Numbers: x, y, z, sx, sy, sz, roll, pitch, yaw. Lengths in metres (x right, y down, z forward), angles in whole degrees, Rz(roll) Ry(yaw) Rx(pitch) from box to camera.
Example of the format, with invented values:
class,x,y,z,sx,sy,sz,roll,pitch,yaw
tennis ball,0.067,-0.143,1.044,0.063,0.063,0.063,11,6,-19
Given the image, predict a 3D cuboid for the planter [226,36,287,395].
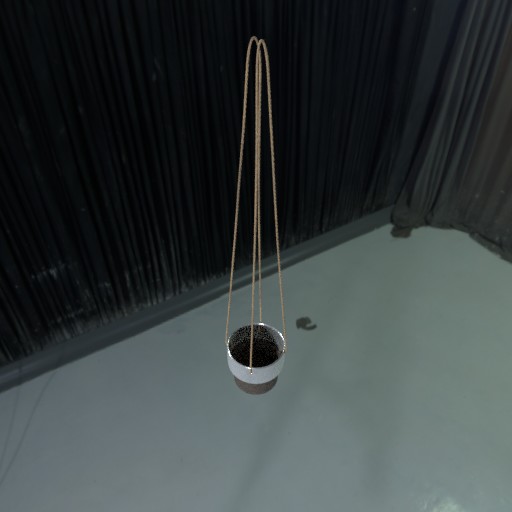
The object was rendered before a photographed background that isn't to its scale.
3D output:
class,x,y,z,sx,sy,sz,roll,pitch,yaw
planter,0.000,0.000,1.176,0.187,1.073,0.187,-25,46,-26
